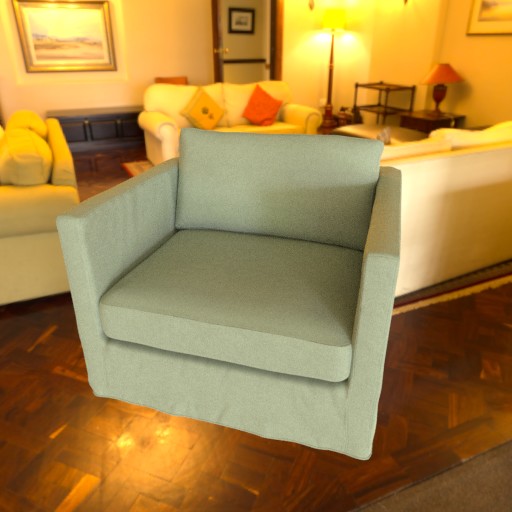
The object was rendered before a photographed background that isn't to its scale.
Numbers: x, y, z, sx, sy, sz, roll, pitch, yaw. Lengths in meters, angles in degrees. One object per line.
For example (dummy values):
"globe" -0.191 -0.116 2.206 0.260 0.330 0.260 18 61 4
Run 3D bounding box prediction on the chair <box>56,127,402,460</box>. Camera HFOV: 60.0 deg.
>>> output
"chair" 0.000 0.000 1.733 1.057 0.863 0.949 7 27 15
